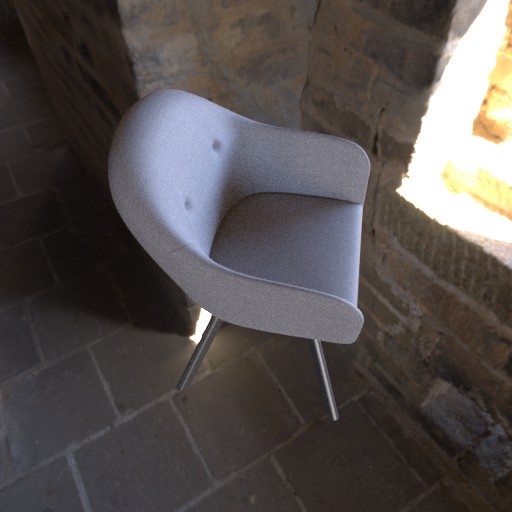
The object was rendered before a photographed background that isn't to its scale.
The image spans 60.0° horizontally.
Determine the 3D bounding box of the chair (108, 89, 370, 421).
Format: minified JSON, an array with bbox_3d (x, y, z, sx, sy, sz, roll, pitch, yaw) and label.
[{"bbox_3d":[0.000,0.000,1.165,0.570,0.780,0.540,8,48,8],"label":"chair"}]
